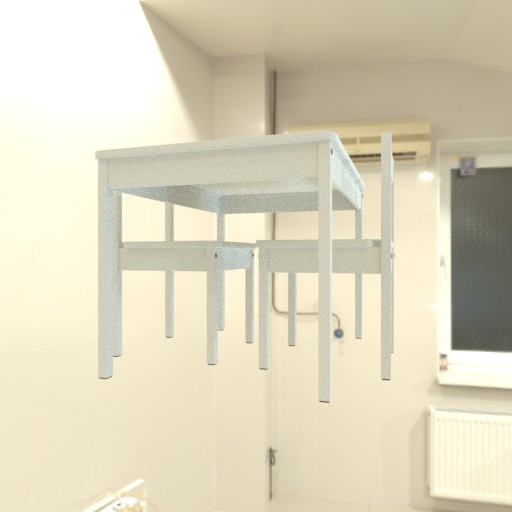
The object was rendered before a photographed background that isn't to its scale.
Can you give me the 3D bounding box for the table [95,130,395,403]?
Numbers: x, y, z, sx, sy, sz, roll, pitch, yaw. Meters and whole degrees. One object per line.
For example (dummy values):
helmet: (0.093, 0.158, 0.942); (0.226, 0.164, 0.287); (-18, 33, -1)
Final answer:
table: (0.000, 0.000, 1.134); (0.672, 0.503, 0.650); (0, 0, 18)
